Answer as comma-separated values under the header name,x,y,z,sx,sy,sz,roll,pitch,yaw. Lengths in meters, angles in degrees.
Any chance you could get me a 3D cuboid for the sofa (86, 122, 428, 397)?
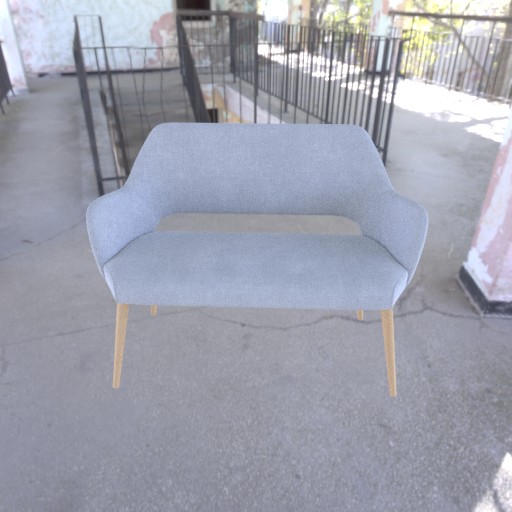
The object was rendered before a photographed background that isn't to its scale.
name,x,y,z,sx,sy,sz,roll,pitch,yaw
sofa,0.000,0.000,1.655,1.150,0.840,0.610,1,30,2
